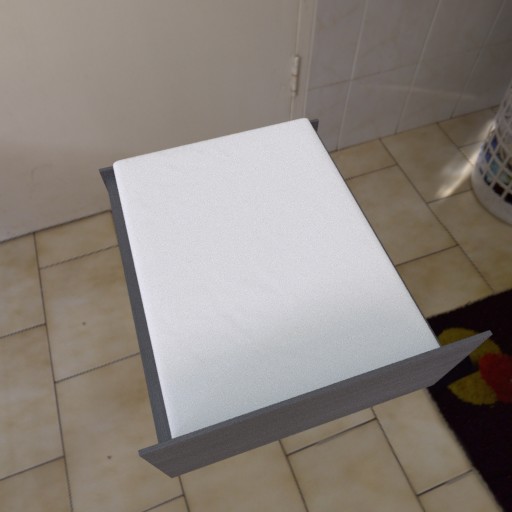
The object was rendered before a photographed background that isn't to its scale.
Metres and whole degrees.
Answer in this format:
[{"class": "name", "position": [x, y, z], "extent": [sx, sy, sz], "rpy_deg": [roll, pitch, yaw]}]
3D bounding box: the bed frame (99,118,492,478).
[{"class": "bed frame", "position": [0.000, 0.000, 2.719], "extent": [1.622, 0.800, 1.960], "rpy_deg": [-16, 59, -10]}]
